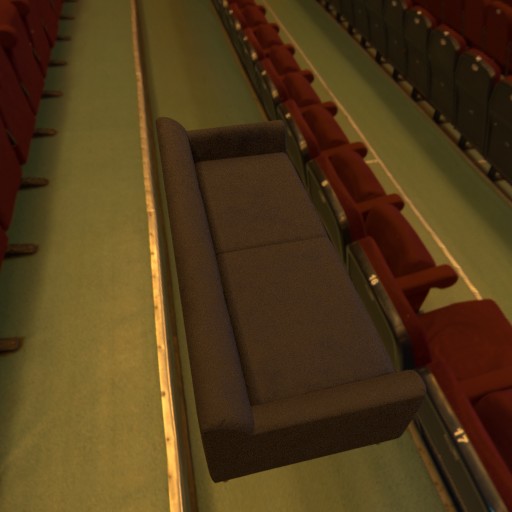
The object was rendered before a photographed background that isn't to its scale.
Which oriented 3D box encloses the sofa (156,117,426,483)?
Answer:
[{"bbox_3d":[0.000,0.000,2.557,0.900,0.740,2.190,-9,47,-9],"label":"sofa"}]
